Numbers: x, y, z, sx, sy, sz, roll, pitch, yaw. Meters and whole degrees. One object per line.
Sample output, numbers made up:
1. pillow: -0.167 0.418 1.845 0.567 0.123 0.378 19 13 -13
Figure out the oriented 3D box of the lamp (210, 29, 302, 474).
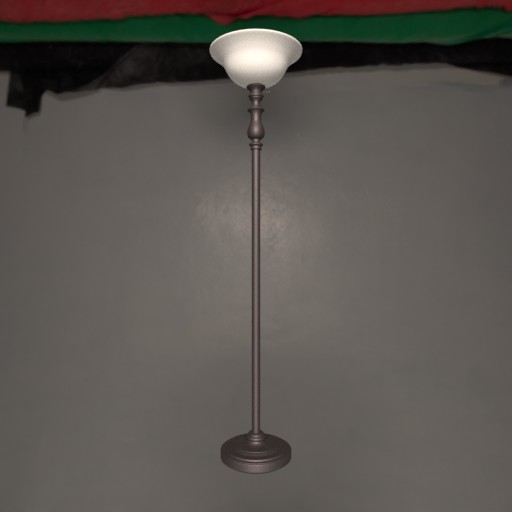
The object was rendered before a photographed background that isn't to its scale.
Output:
1. lamp: 0.000 0.000 1.959 0.405 1.797 0.405 0 1 0
